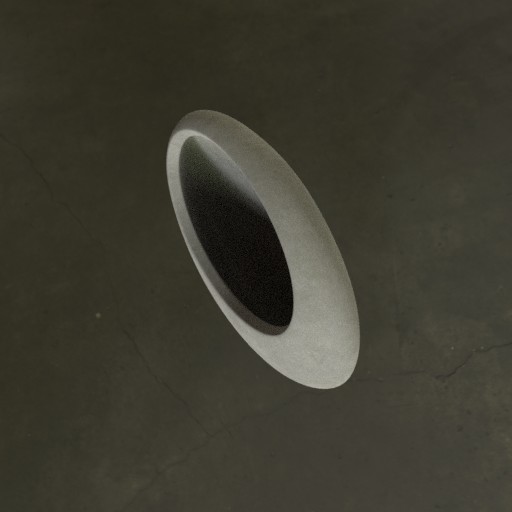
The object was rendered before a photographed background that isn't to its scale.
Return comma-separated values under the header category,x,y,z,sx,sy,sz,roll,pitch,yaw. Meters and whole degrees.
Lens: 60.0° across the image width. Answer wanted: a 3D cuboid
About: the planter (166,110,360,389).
category,x,y,z,sx,sy,sz,roll,pitch,yaw
planter,0.000,0.000,0.281,0.071,0.188,0.185,-29,67,-14
